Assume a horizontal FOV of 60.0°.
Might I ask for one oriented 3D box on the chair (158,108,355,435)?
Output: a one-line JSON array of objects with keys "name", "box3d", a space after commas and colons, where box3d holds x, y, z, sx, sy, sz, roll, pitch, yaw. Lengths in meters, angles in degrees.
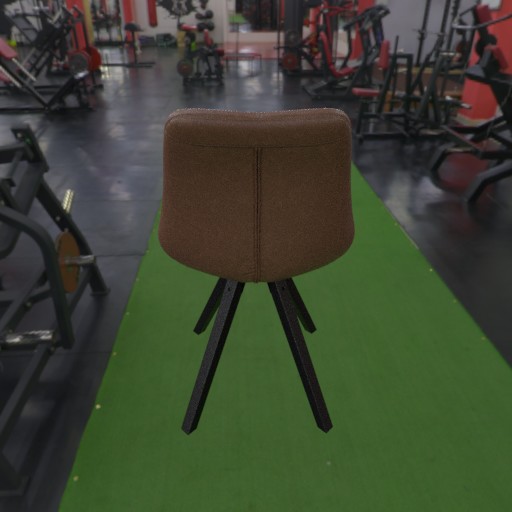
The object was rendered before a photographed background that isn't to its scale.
[{"name": "chair", "box3d": [0.000, 0.000, 1.165, 0.475, 0.850, 0.550, 0, 30, -1]}]
